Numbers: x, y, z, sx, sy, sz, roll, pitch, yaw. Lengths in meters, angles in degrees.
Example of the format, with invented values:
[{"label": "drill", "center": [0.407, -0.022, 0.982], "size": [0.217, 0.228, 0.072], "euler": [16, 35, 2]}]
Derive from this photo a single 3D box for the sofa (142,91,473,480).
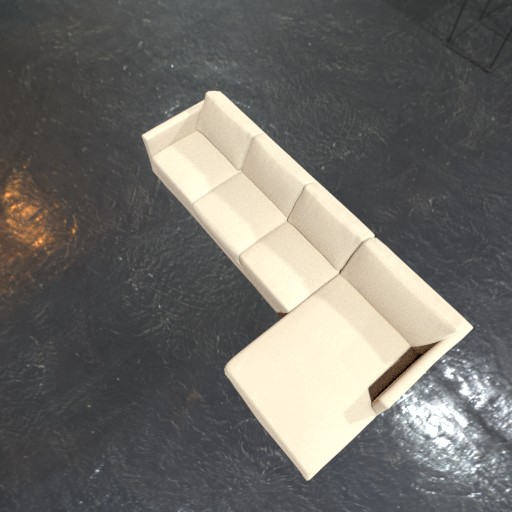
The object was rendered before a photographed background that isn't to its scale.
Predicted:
[{"label": "sofa", "center": [0.000, 0.000, 3.847], "size": [1.625, 0.861, 3.186], "euler": [-36, 68, -17]}]
